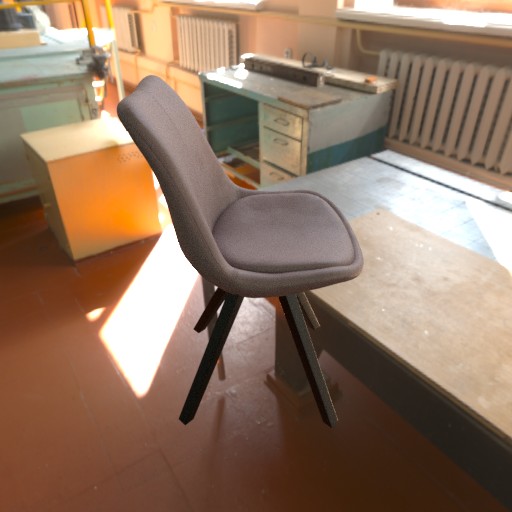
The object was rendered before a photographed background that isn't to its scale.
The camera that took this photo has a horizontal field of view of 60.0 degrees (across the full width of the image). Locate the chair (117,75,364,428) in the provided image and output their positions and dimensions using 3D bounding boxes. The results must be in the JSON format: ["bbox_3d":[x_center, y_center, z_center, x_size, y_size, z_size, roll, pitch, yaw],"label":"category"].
[{"bbox_3d":[0.000,0.000,1.184,0.547,0.865,0.483,0,33,0],"label":"chair"}]
